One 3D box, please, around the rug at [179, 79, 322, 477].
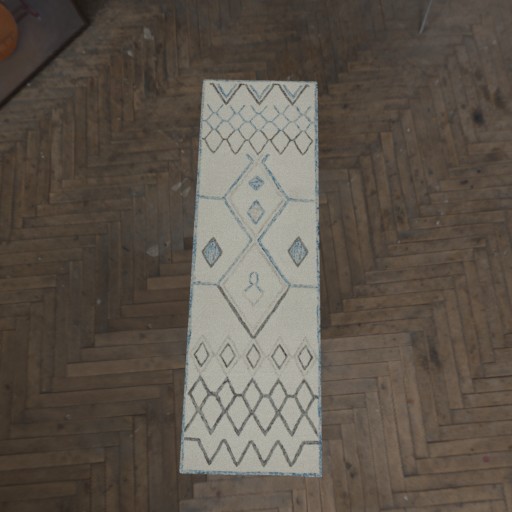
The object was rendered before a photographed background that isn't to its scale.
[{"bbox_3d":[0.000,0.000,2.687,0.770,0.013,2.434,1,76,0],"label":"rug"}]
